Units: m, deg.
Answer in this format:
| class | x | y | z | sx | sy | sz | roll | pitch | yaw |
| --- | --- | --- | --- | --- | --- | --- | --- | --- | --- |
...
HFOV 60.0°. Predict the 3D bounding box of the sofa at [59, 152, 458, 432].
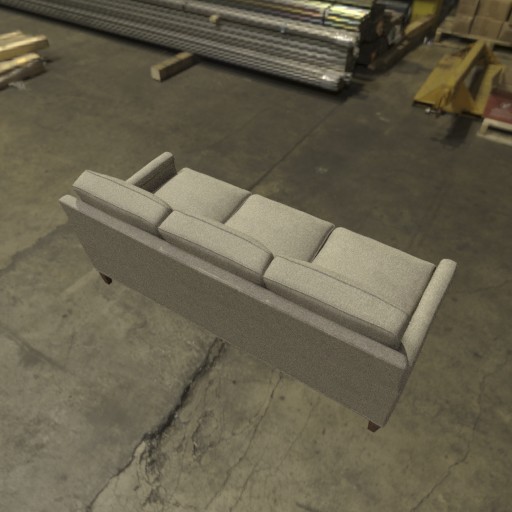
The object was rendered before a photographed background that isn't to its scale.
| class | x | y | z | sx | sy | sz | roll | pitch | yaw |
| --- | --- | --- | --- | --- | --- | --- | --- | --- | --- |
| sofa | 0.000 | 0.000 | 2.833 | 2.246 | 1.003 | 1.084 | 24 | 50 | 22 |
